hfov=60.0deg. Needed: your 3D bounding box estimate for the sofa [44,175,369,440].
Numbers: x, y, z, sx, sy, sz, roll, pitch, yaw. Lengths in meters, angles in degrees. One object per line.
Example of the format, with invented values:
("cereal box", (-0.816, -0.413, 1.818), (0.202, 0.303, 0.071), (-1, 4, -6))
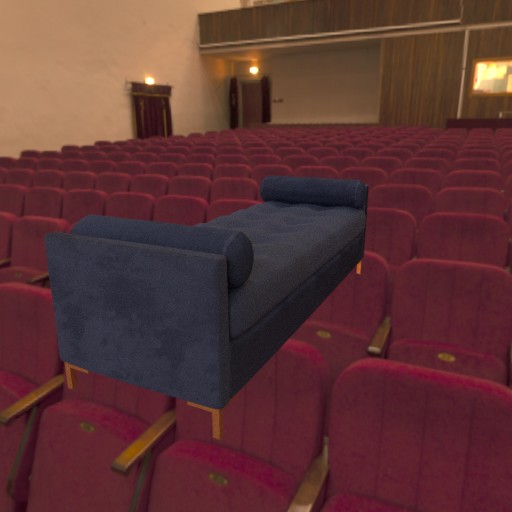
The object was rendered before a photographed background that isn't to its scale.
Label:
("sofa", (0.000, 0.000, 2.477), (0.796, 0.705, 2.102), (8, 18, 25))
